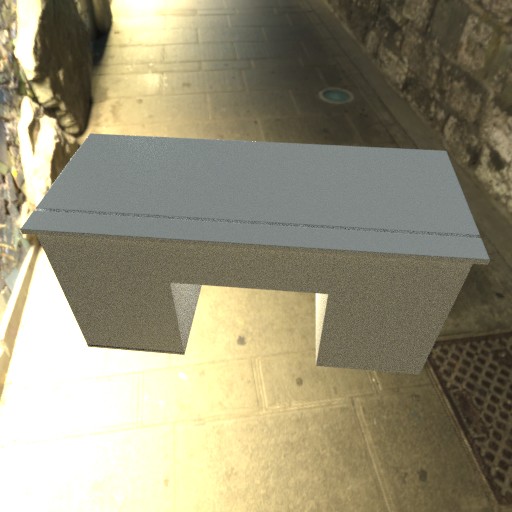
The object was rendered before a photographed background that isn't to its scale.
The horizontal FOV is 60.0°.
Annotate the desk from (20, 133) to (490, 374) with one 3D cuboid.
[{"bbox_3d":[0.000,0.000,1.985,1.580,0.760,0.670,4,44,4],"label":"desk"}]
